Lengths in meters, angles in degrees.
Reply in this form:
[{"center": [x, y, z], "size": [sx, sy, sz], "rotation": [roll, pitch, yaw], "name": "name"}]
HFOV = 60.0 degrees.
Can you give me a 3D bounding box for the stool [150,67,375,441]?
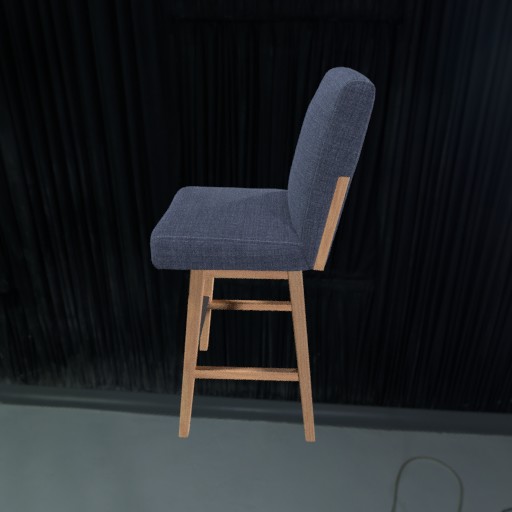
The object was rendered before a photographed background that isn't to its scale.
[{"center": [0.000, 0.000, 1.427], "size": [0.570, 1.112, 0.483], "rotation": [1, 26, 2], "name": "stool"}]
